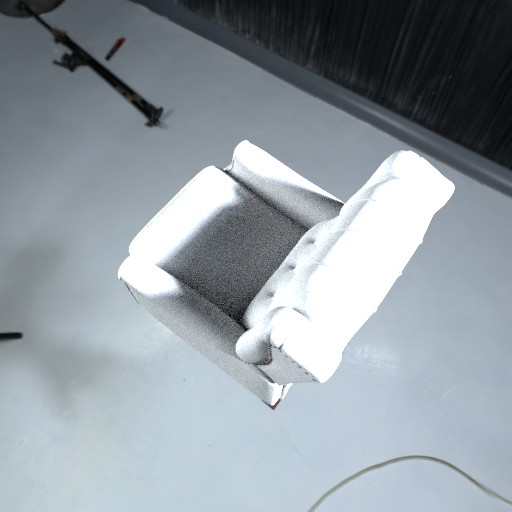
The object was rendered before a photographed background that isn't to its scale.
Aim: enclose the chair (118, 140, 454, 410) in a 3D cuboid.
[{"bbox_3d":[0.000,0.000,1.619,0.902,1.035,0.742,34,68,16],"label":"chair"}]
